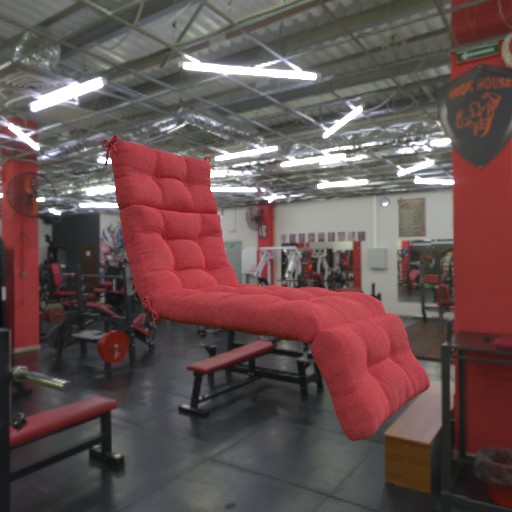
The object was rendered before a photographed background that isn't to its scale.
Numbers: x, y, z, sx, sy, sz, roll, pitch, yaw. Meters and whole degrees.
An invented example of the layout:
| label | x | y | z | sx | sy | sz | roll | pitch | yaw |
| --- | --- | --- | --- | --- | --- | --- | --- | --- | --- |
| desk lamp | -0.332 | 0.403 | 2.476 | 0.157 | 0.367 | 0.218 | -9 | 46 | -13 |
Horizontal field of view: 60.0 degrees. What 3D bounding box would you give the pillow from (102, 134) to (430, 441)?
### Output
| label | x | y | z | sx | sy | sz | roll | pitch | yaw |
| --- | --- | --- | --- | --- | --- | --- | --- | --- | --- |
| pillow | 0.000 | 0.000 | 1.488 | 1.016 | 0.863 | 0.526 | 0 | 0 | 37 |
